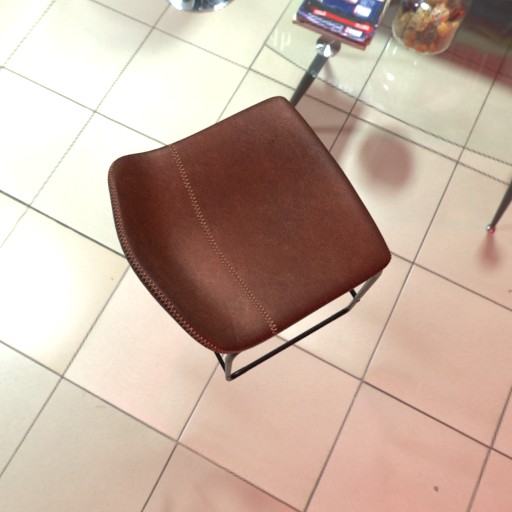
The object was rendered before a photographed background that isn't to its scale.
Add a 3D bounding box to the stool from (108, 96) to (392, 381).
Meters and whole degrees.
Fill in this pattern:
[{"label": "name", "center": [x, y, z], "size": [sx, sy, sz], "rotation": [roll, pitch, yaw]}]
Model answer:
[{"label": "stool", "center": [0.000, 0.000, 1.121], "size": [0.473, 0.830, 0.454], "rotation": [-29, 77, -8]}]
